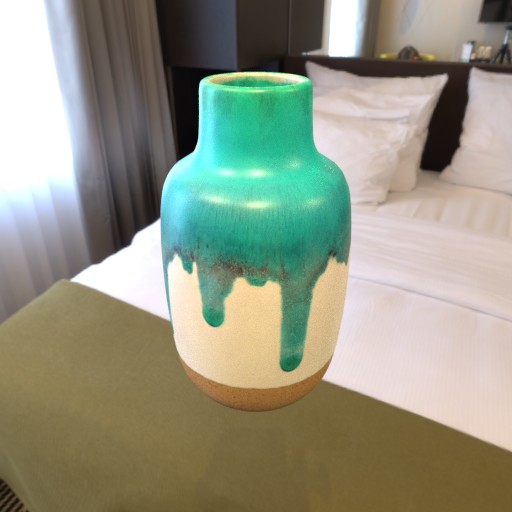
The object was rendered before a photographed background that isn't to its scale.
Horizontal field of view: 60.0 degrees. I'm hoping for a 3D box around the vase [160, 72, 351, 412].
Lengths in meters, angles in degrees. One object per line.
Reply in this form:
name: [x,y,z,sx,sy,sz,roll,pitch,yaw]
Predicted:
vase: [0.000,0.000,0.256,0.106,0.192,0.106,0,30,0]
